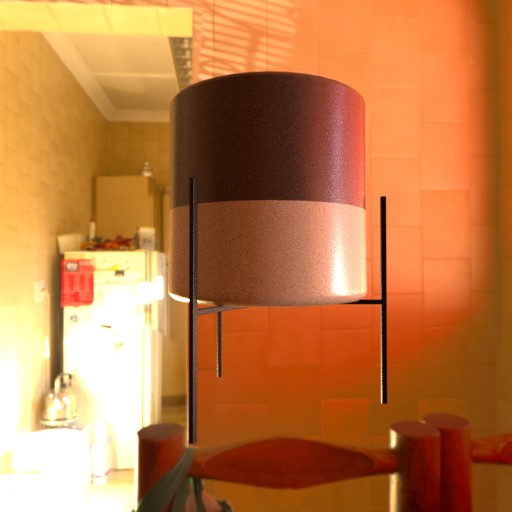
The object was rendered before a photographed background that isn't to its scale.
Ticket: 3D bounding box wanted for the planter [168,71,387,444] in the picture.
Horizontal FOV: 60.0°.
[{"bbox_3d":[0.000,0.000,0.542,0.250,0.353,0.260,1,-1,-36],"label":"planter"}]
